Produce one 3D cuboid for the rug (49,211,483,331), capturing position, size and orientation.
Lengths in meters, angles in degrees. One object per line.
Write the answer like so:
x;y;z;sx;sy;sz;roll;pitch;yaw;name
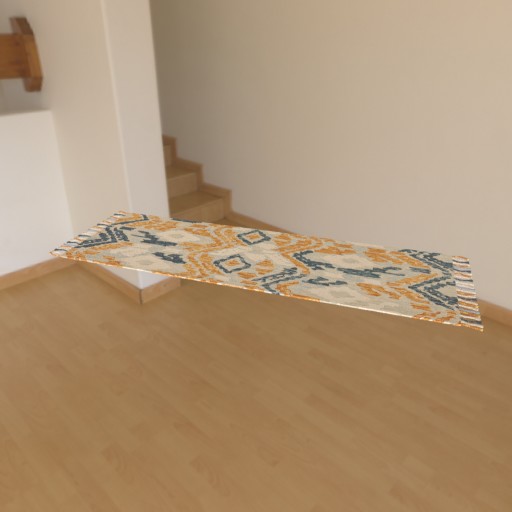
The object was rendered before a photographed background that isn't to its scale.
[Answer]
0.000;0.000;2.680;2.437;0.010;0.783;8;28;16;rug
